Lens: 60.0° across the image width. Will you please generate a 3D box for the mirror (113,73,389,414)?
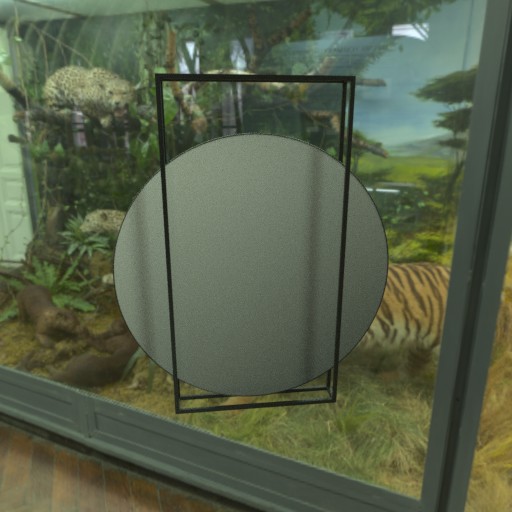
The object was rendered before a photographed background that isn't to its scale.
[{"bbox_3d":[0.000,0.000,0.799,0.508,0.603,0.051,-2,17,-6],"label":"mirror"}]
